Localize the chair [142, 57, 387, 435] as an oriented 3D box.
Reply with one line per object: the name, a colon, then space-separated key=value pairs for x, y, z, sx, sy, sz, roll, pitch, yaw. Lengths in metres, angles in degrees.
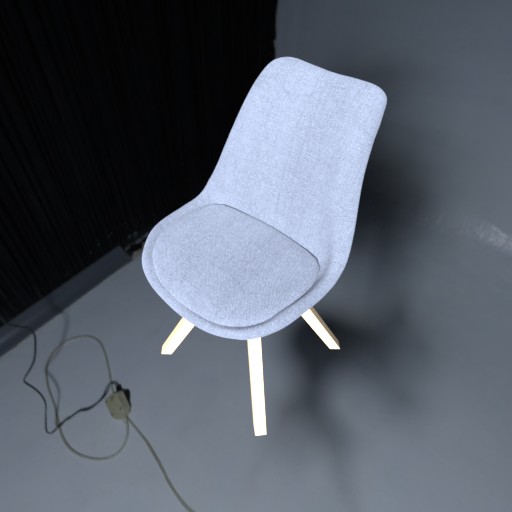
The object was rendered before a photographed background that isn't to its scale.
chair: x=0.000 y=0.000 z=1.197 sx=0.485 sy=0.850 sz=0.550 roll=32 pitch=54 yaw=27
